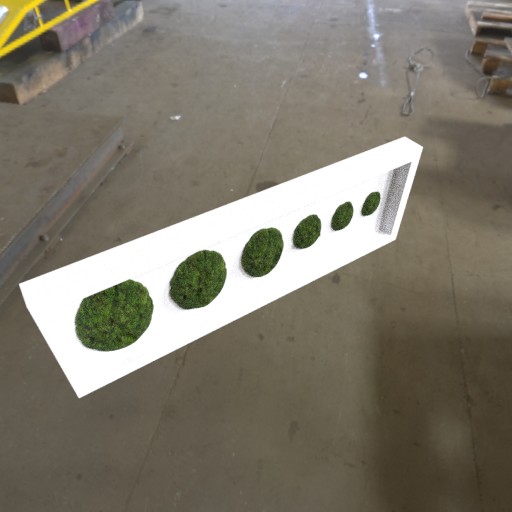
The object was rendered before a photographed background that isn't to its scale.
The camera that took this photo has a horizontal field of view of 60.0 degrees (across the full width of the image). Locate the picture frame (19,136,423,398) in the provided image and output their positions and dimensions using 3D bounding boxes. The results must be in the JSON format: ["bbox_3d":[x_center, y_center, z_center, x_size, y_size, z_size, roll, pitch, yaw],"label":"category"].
[{"bbox_3d":[0.000,0.000,0.841,0.759,0.250,0.050,-24,49,-23],"label":"picture frame"}]
